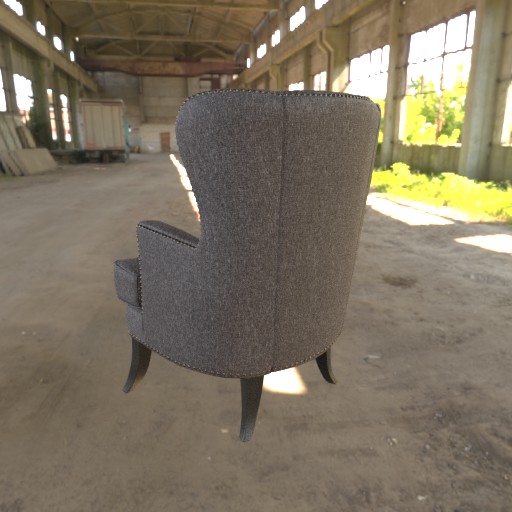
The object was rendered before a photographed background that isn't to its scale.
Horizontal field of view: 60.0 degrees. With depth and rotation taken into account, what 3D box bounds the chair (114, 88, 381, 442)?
[{"bbox_3d":[0.000,0.000,1.583,0.759,1.060,0.758,-15,21,-43],"label":"chair"}]
